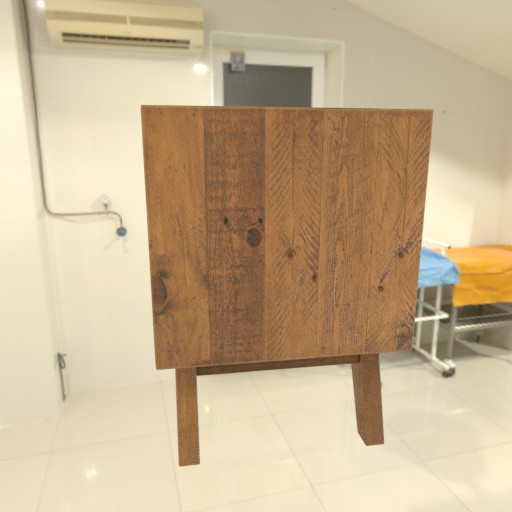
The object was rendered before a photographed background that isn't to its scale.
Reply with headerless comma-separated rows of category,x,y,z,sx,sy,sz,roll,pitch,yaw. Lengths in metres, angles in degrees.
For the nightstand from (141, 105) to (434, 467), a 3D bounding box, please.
nightstand,0.000,0.000,1.025,0.450,0.599,0.650,-2,14,-9
